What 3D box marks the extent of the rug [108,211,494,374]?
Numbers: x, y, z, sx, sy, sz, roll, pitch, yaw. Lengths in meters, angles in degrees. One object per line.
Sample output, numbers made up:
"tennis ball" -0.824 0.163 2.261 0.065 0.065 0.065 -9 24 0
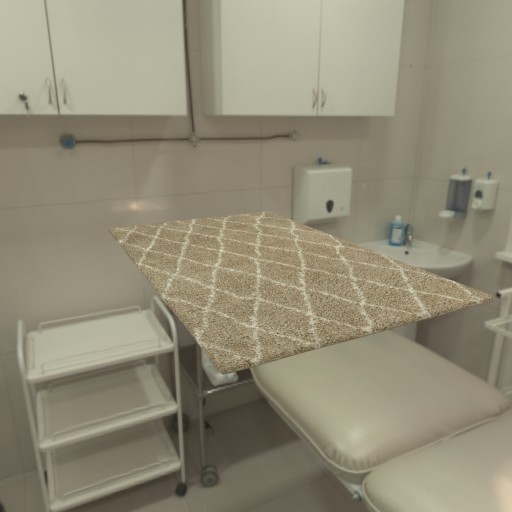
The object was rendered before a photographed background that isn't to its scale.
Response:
"rug" 0.000 0.000 2.983 1.524 0.030 2.438 -9 19 -26
